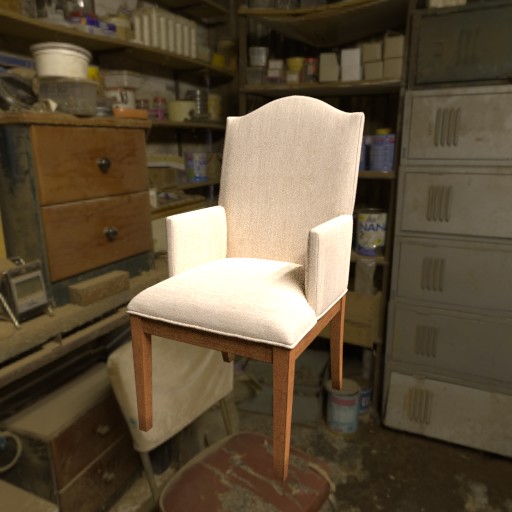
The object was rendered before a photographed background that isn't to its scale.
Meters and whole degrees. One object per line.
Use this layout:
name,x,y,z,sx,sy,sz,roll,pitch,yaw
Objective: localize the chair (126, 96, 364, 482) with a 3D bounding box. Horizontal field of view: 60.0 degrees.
chair,0.000,0.000,1.406,0.533,1.016,0.641,7,16,26
